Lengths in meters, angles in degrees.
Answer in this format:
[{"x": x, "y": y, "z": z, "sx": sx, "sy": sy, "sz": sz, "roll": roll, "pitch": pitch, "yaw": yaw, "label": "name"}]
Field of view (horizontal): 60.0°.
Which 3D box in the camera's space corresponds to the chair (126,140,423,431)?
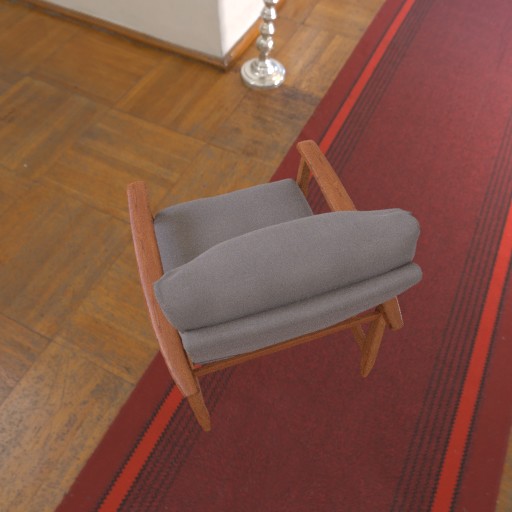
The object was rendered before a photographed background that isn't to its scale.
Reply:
[{"x": 0.000, "y": 0.000, "z": 1.510, "sx": 0.782, "sy": 0.922, "sz": 0.816, "roll": -16, "pitch": 60, "yaw": -9, "label": "chair"}]
